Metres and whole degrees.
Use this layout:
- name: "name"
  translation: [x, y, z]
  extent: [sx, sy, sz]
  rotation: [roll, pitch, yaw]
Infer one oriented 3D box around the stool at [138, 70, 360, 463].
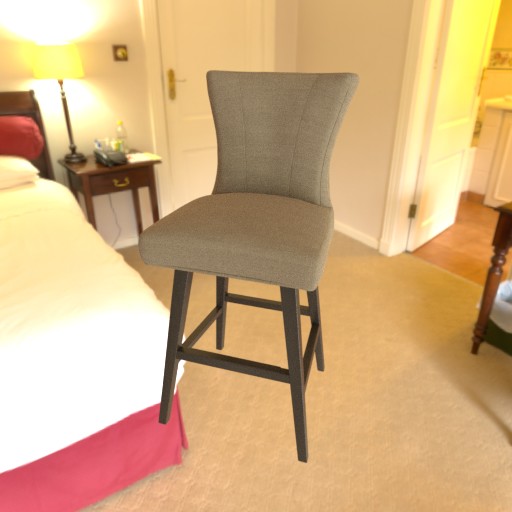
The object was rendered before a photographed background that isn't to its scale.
- name: "stool"
  translation: [0.000, 0.000, 1.438]
  extent: [0.514, 1.086, 0.574]
  rotation: [8, 27, 16]
